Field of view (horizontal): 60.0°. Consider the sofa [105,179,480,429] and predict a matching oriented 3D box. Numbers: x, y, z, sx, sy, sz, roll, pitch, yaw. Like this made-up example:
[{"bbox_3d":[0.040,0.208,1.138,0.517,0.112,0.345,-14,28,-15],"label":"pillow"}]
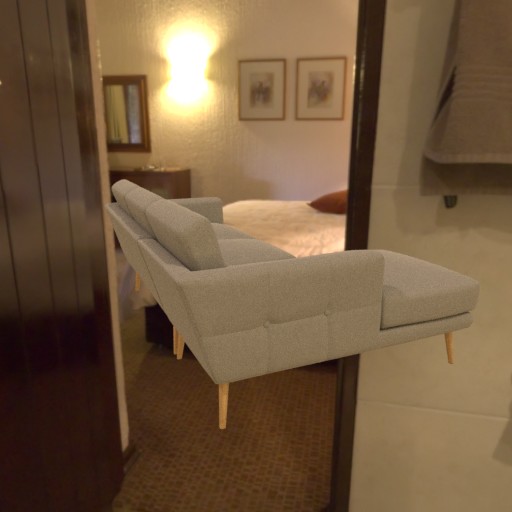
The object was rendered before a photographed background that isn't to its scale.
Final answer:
[{"bbox_3d":[0.000,0.000,2.747,1.530,0.860,2.040,-7,16,-24],"label":"sofa"}]
